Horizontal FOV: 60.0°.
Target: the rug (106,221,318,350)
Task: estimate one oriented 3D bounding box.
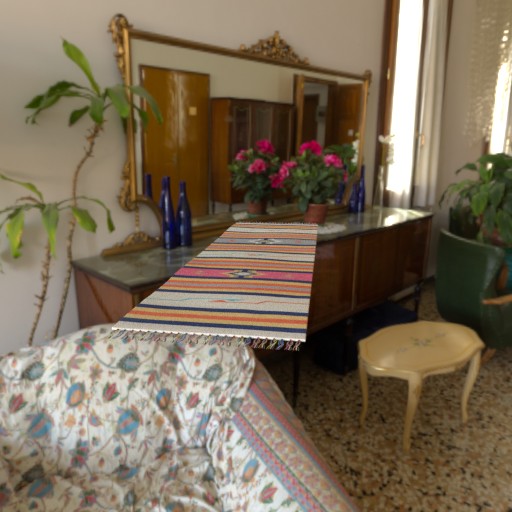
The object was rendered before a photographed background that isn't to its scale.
[{"bbox_3d":[0.000,0.000,2.648,0.695,0.017,2.455,2,14,9],"label":"rug"}]
